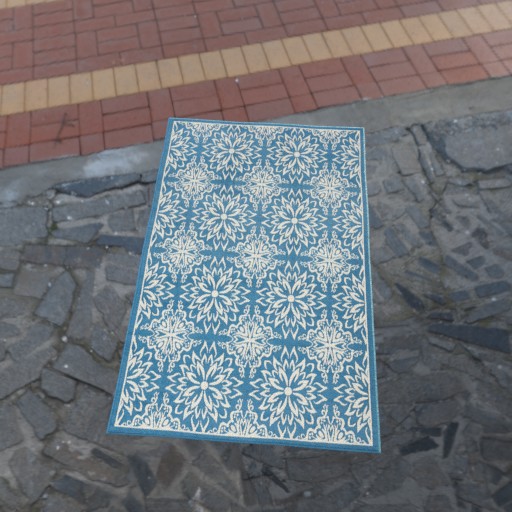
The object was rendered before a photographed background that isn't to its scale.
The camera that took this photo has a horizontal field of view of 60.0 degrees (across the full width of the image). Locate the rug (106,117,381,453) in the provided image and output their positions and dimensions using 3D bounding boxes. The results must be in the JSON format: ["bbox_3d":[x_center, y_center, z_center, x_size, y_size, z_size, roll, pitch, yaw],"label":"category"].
[{"bbox_3d":[0.000,0.000,3.540,1.830,0.018,2.769,3,64,2],"label":"rug"}]
